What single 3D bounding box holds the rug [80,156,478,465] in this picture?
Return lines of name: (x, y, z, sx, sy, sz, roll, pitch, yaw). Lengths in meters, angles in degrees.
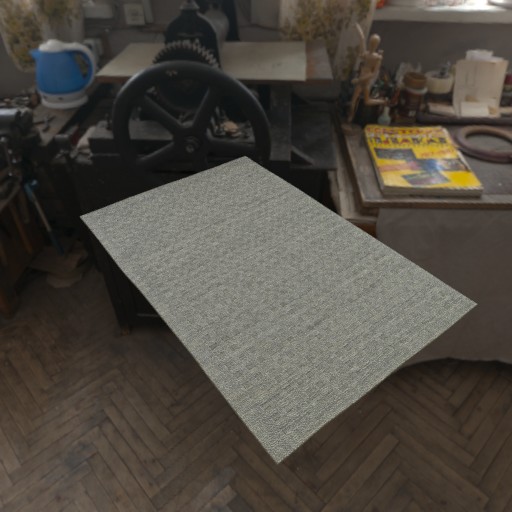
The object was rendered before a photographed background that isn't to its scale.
rug: (0.000, 0.000, 2.942, 1.532, 0.018, 2.297, -27, 47, -28)
